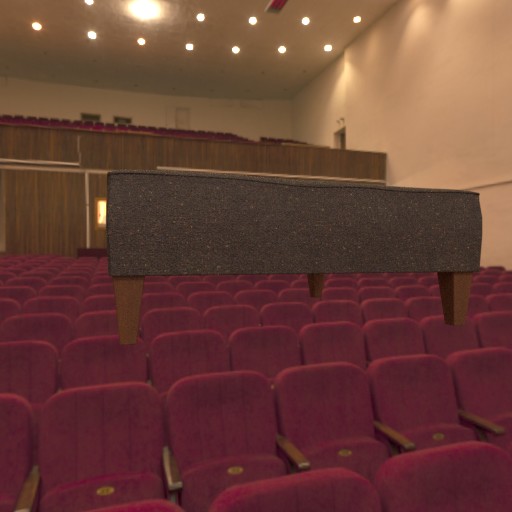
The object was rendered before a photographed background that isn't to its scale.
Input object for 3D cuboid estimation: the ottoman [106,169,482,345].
[{"bbox_3d":[0.000,0.000,1.519,0.968,0.382,1.004,0,0,-18],"label":"ottoman"}]
